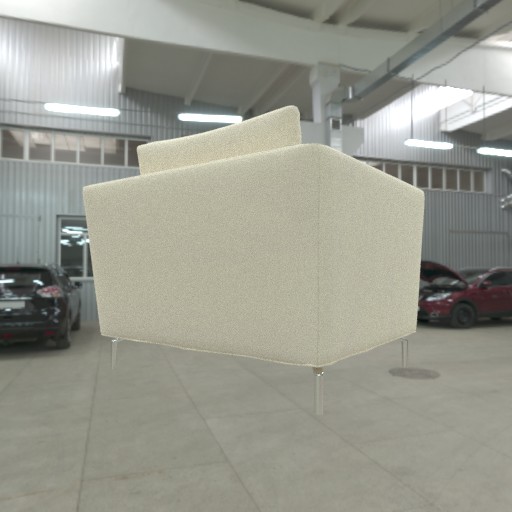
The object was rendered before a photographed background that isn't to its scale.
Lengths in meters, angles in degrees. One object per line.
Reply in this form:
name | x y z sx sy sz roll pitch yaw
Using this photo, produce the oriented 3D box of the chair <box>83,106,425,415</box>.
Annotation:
chair | 0.000 0.000 1.708 1.041 0.865 0.889 -1 -2 37
